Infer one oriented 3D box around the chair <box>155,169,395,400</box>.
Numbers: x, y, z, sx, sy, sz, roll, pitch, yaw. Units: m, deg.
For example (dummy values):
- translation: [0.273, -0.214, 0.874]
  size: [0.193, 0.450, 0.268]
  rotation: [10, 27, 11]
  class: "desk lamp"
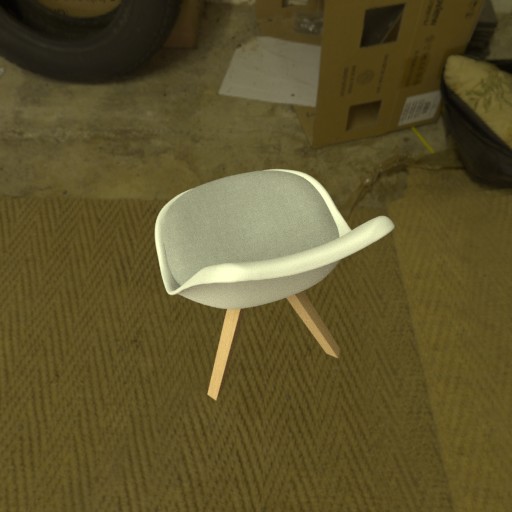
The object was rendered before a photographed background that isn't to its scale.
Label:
- translation: [0.000, 0.000, 1.156]
  size: [0.485, 0.850, 0.550]
  rotation: [-16, 61, -10]
  class: "chair"
